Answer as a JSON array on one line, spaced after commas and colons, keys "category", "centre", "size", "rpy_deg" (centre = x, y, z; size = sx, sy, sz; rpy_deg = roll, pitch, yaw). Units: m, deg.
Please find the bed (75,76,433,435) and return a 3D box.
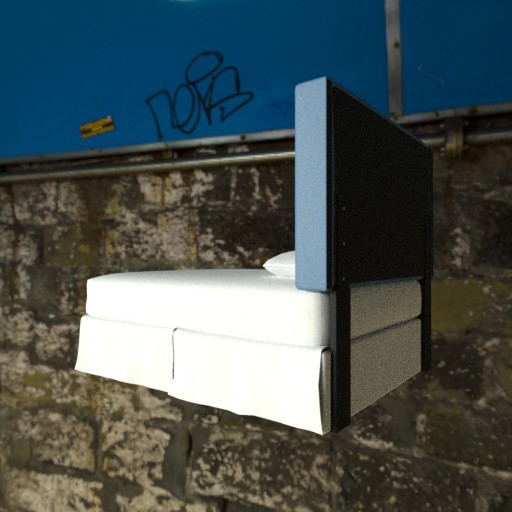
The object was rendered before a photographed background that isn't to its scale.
[{"category": "bed", "centre": [0.000, 0.000, 3.289], "size": [2.078, 1.665, 1.719], "rpy_deg": [0, 0, 37]}]
